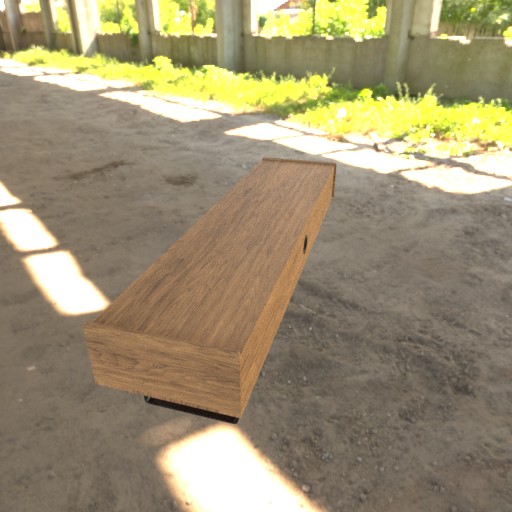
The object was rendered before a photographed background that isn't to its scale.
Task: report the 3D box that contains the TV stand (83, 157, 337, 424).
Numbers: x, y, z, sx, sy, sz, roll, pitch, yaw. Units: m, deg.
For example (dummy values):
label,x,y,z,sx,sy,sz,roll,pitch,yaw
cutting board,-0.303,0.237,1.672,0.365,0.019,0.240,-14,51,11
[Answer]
label,x,y,z,sx,sy,sz,roll,pitch,yaw
TV stand,0.000,0.000,2.021,0.467,0.415,1.796,8,29,15
